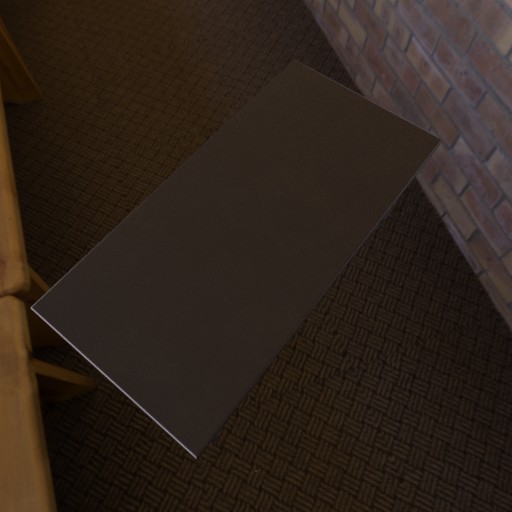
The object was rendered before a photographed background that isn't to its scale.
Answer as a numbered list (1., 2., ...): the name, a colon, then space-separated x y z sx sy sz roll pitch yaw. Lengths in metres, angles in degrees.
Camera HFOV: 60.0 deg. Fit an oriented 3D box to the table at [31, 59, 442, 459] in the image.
1. table: 0.000 0.000 1.436 0.550 0.510 1.107 35 69 16
